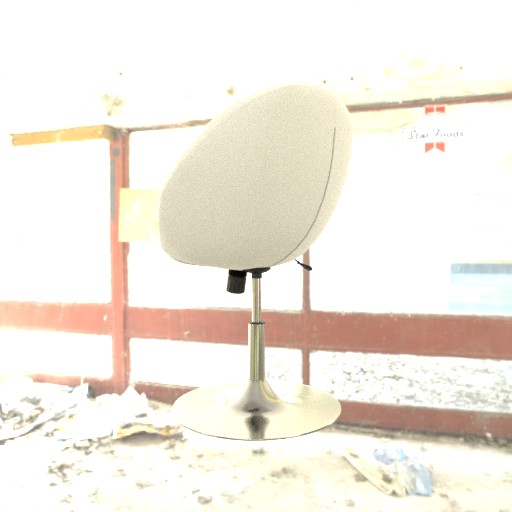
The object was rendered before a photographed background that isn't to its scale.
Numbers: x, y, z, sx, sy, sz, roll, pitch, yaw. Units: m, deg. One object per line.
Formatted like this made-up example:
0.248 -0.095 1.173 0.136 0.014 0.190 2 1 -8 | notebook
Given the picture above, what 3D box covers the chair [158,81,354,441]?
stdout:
0.000 0.000 1.862 0.736 1.261 0.940 0 1 36 | chair
